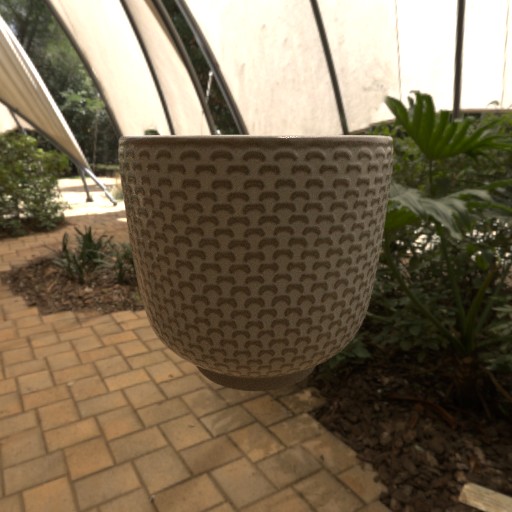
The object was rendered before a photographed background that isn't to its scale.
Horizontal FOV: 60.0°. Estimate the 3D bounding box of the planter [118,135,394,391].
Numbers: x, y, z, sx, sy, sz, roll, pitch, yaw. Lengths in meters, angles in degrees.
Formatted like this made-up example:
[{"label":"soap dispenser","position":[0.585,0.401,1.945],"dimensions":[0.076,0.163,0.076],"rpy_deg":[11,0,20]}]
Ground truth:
[{"label":"planter","position":[0.000,0.000,0.307],"dimensions":[0.173,0.160,0.173],"rpy_deg":[0,15,0]}]
